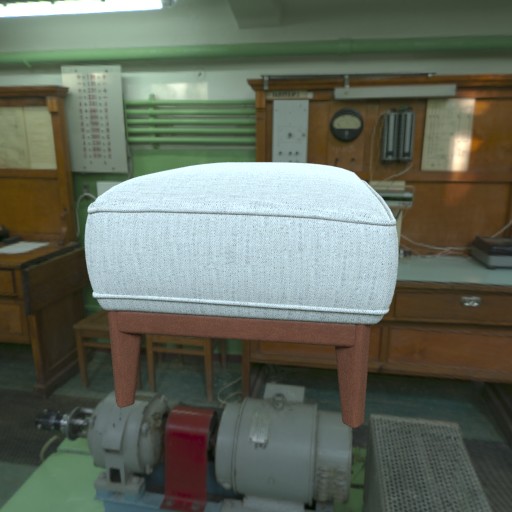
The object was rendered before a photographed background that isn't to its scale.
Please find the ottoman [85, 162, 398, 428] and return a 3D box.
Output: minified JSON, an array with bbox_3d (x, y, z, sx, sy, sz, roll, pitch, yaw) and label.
[{"bbox_3d":[0.000,0.000,1.165,0.594,0.465,0.794,2,15,8],"label":"ottoman"}]
